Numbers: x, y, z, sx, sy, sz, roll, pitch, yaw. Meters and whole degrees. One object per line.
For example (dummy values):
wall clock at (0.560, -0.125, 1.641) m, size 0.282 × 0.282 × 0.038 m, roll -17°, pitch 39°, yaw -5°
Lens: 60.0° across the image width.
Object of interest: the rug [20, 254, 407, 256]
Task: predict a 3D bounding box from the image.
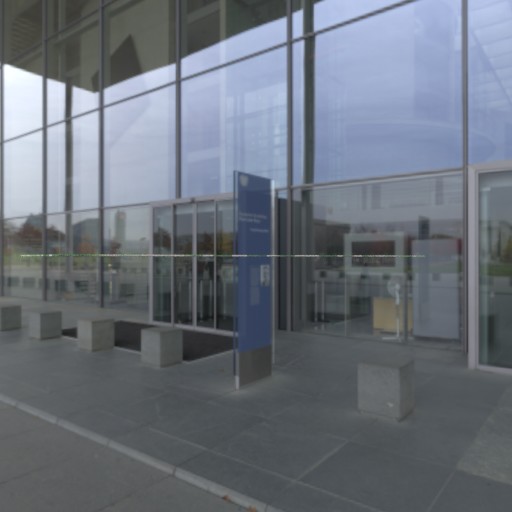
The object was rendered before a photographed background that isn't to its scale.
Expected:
rug at (0.000, 0.000, 2.694) m, size 2.438 × 0.006 × 0.761 m, roll 0°, pitch 0°, yaw -38°
